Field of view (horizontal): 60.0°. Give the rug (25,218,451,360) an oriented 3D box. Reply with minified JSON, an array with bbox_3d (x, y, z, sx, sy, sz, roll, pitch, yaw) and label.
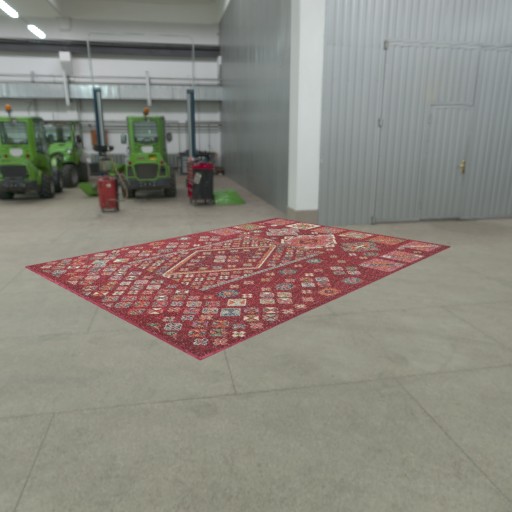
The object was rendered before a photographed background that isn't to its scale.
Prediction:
[{"bbox_3d":[0.000,0.000,2.770,1.579,0.007,2.184,14,21,42],"label":"rug"}]
